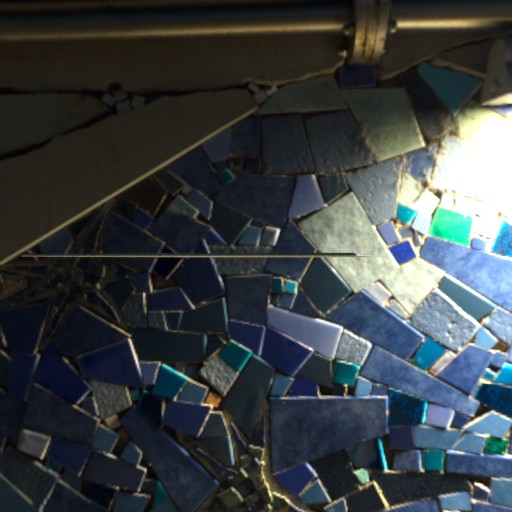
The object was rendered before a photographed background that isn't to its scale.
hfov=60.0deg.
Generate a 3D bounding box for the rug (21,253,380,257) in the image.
[{"bbox_3d":[0.000,0.000,2.999,1.536,0.012,2.431,0,0,18],"label":"rug"}]
